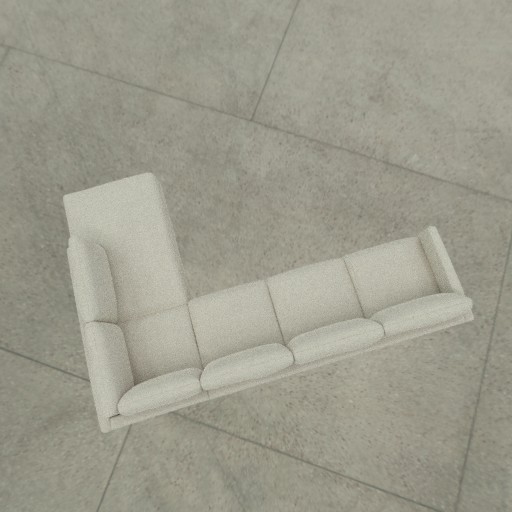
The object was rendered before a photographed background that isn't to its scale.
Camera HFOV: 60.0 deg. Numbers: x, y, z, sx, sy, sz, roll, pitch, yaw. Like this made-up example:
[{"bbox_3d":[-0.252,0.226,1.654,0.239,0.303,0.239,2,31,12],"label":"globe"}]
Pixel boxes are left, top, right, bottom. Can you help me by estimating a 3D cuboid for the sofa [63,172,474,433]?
[{"bbox_3d":[0.000,0.000,3.704,2.949,0.815,2.007,-16,75,-4],"label":"sofa"}]
